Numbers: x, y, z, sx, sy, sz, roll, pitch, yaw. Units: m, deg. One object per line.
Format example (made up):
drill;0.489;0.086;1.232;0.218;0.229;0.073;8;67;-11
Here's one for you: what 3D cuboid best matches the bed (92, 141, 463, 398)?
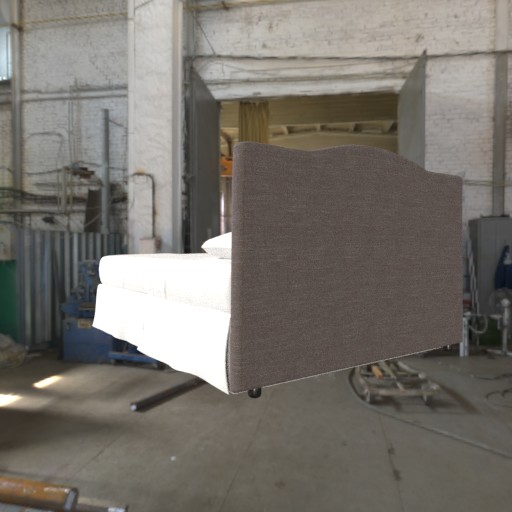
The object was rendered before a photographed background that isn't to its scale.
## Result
bed;0.000;0.000;3.952;2.161;1.457;2.689;-1;1;-35
